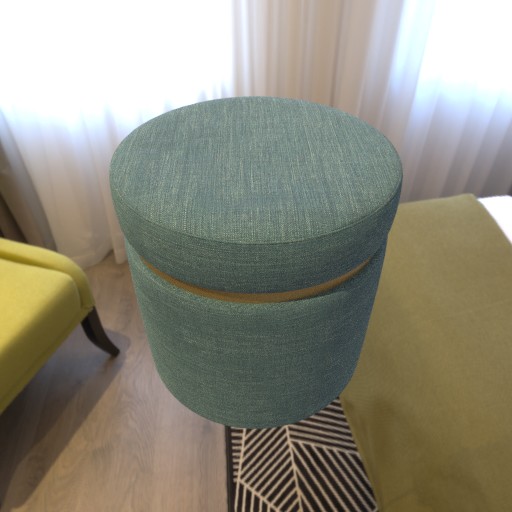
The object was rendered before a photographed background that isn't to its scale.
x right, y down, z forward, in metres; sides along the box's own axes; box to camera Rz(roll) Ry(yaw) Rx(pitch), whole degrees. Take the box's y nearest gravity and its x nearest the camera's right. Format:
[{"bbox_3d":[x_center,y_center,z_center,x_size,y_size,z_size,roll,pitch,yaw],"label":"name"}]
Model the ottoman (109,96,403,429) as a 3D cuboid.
[{"bbox_3d":[0.000,0.000,0.729,0.398,0.406,0.398,0,41,0],"label":"ottoman"}]
